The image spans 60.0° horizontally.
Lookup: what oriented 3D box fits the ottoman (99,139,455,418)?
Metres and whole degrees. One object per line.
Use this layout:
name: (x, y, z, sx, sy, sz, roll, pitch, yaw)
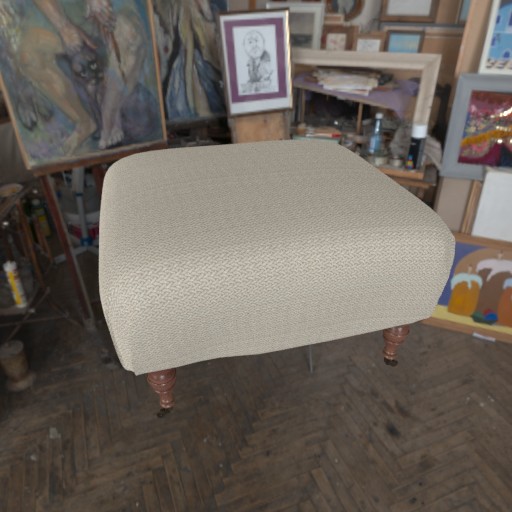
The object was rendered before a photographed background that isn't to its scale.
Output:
ottoman: (0.000, 0.000, 1.075, 0.684, 0.447, 0.622, -8, 33, -13)
